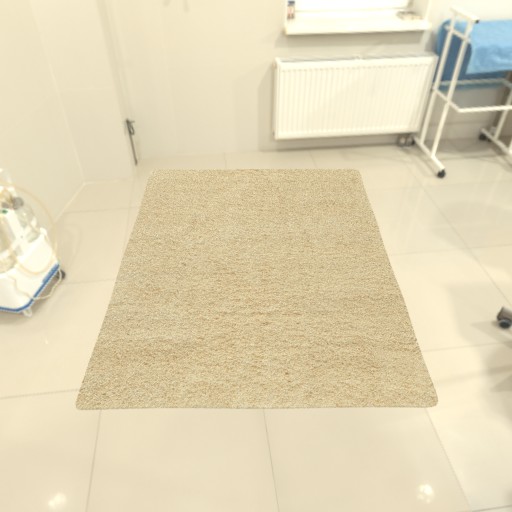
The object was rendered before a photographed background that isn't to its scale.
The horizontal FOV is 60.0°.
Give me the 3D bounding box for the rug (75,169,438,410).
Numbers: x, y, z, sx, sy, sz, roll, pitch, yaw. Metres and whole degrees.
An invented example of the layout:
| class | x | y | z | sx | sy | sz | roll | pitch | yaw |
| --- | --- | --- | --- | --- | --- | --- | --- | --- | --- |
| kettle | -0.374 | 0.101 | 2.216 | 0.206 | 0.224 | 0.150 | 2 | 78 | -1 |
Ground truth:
| class | x | y | z | sx | sy | sz | roll | pitch | yaw |
| --- | --- | --- | --- | --- | --- | --- | --- | --- | --- |
| rug | 0.000 | 0.000 | 4.018 | 2.401 | 0.025 | 3.001 | 0 | 42 | 0 |
